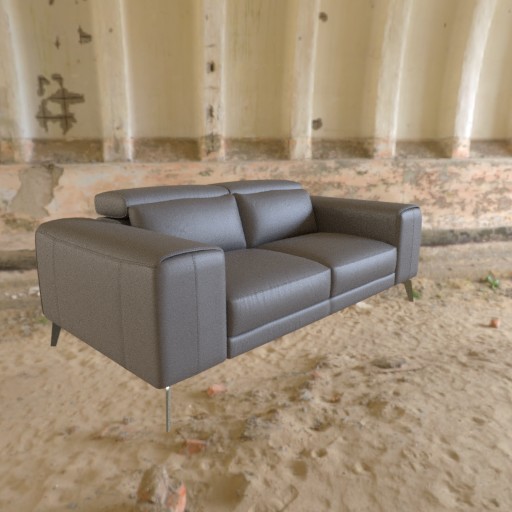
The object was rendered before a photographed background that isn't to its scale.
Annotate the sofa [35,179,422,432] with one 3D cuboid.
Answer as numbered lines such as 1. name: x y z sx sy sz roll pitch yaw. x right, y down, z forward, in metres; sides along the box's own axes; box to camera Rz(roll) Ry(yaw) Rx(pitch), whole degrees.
1. sofa: 0.000 0.000 2.410 1.024 0.753 1.930 13 18 43
